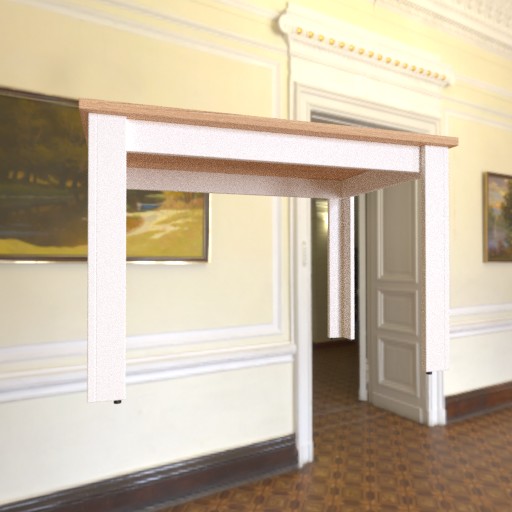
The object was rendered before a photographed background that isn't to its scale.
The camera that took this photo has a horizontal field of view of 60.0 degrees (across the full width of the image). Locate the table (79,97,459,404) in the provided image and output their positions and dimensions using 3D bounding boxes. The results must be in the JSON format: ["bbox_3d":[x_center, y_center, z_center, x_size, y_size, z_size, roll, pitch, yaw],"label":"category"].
[{"bbox_3d":[0.000,0.000,1.539,1.100,0.734,0.700,0,-1,-18],"label":"table"}]
